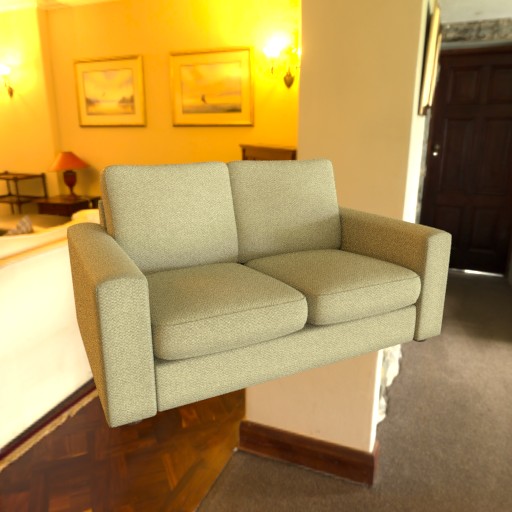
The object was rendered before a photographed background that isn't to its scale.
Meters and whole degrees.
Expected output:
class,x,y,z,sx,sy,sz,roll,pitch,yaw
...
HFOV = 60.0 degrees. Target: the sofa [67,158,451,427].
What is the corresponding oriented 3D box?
class,x,y,z,sx,sy,sz,roll,pitch,yaw
sofa,0.000,0.000,2.163,1.616,0.873,1.016,-8,18,-26
